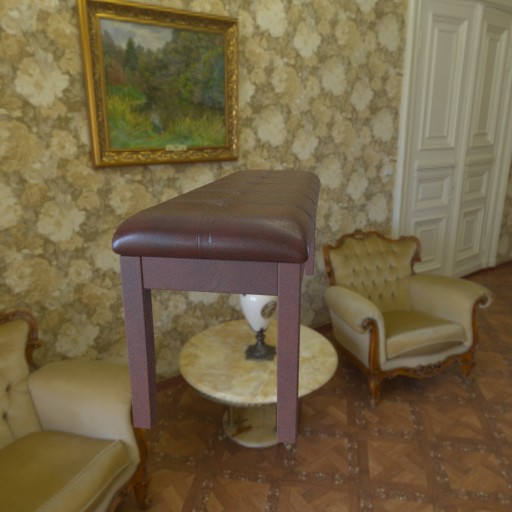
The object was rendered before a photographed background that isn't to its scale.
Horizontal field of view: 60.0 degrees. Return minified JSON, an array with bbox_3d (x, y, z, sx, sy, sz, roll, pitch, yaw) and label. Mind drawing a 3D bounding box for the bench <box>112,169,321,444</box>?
[{"bbox_3d":[0.000,0.000,1.496,0.401,0.491,1.259,2,16,9],"label":"bench"}]
